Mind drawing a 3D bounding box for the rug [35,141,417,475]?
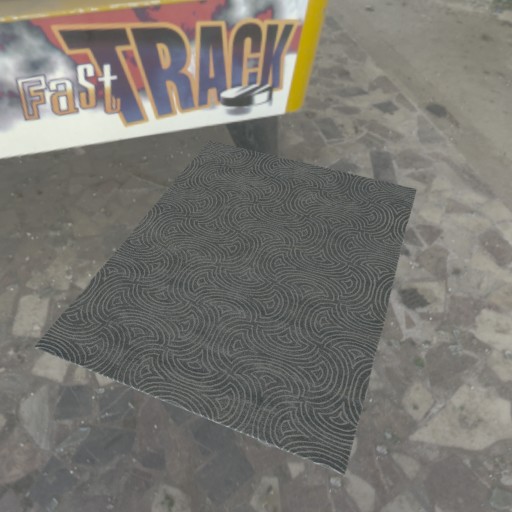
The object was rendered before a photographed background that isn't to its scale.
[{"bbox_3d":[0.000,0.000,4.045,2.456,0.021,3.042,17,50,15],"label":"rug"}]
